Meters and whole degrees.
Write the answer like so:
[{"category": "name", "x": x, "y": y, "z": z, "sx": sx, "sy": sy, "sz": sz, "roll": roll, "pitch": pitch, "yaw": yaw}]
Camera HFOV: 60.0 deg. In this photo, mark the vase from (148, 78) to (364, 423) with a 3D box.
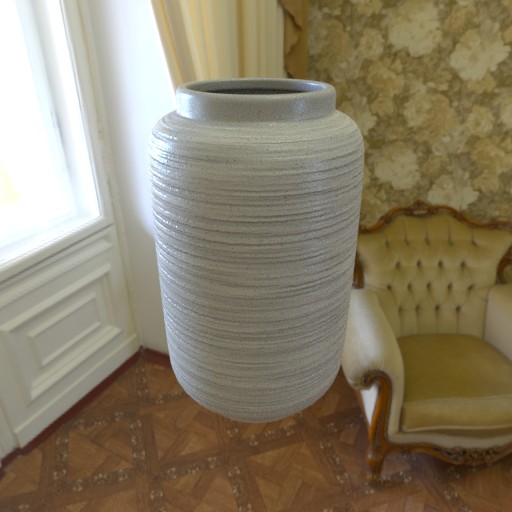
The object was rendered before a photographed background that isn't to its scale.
[{"category": "vase", "x": 0.000, "y": 0.000, "z": 0.464, "sx": 0.202, "sy": 0.335, "sz": 0.202, "roll": 0, "pitch": 27, "yaw": 0}]
